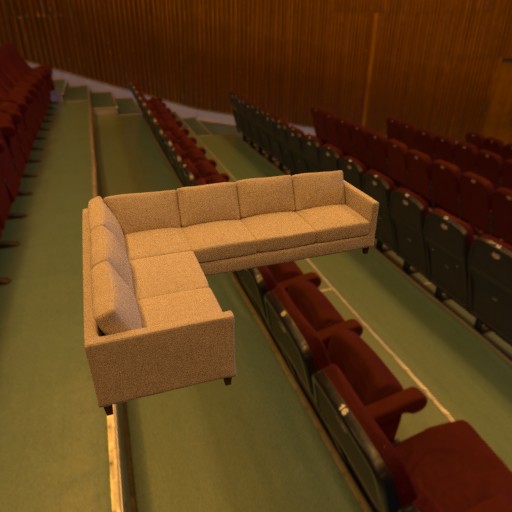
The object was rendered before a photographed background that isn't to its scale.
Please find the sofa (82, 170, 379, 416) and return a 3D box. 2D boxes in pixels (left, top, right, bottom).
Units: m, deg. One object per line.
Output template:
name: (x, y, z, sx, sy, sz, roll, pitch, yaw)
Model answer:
sofa: (0.000, 0.000, 4.407, 3.182, 0.863, 2.432, -10, 30, -17)
